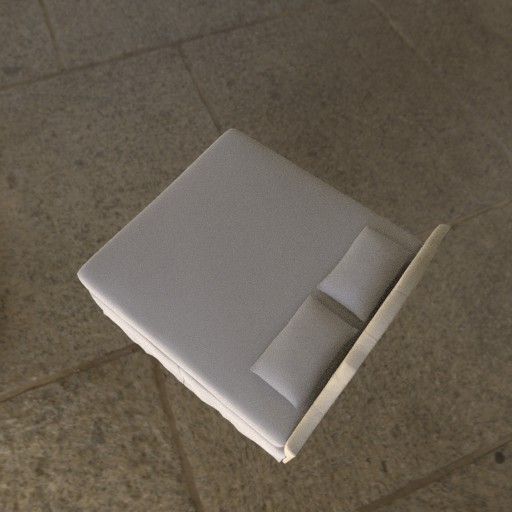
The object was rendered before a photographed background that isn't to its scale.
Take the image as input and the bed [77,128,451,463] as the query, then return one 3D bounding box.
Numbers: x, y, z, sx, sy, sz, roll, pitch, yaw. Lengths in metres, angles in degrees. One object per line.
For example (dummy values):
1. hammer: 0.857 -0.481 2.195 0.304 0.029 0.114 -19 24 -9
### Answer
1. bed: 0.000 0.000 3.364 2.086 1.555 2.012 35 68 16
